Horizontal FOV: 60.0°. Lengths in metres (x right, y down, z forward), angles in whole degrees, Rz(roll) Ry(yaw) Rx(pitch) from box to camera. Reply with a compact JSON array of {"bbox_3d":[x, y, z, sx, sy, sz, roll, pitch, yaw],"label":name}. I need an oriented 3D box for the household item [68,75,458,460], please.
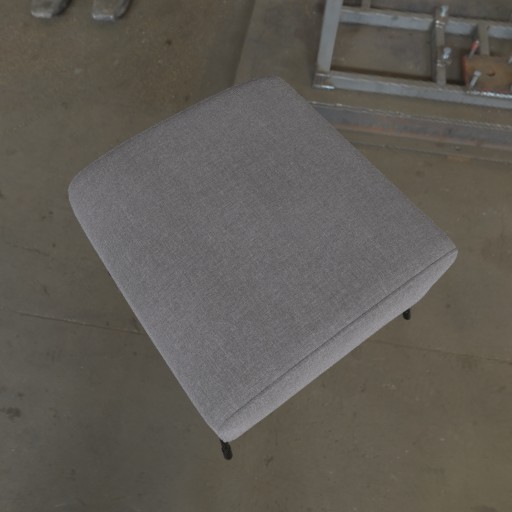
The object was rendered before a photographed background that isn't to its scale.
[{"bbox_3d":[0.000,0.000,0.892,0.530,0.410,0.530,-33,68,-15],"label":"household item"}]
